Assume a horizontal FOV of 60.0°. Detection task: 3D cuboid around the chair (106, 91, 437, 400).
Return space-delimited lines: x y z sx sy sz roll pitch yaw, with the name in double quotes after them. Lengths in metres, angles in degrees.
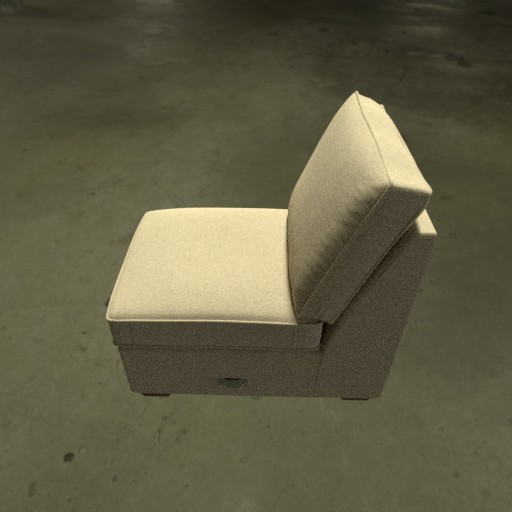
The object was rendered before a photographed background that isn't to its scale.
0.000 0.000 1.562 0.938 0.970 0.621 1 40 1 "chair"
